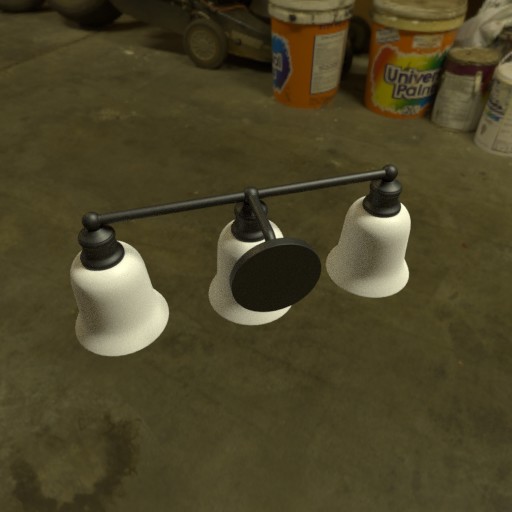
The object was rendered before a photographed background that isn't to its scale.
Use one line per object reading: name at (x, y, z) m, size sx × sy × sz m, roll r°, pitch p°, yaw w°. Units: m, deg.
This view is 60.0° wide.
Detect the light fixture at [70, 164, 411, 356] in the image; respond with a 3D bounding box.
light fixture at (0.000, 0.000, 0.657) m, size 0.570 × 0.211 × 0.198 m, roll -11°, pitch 44°, yaw -11°
